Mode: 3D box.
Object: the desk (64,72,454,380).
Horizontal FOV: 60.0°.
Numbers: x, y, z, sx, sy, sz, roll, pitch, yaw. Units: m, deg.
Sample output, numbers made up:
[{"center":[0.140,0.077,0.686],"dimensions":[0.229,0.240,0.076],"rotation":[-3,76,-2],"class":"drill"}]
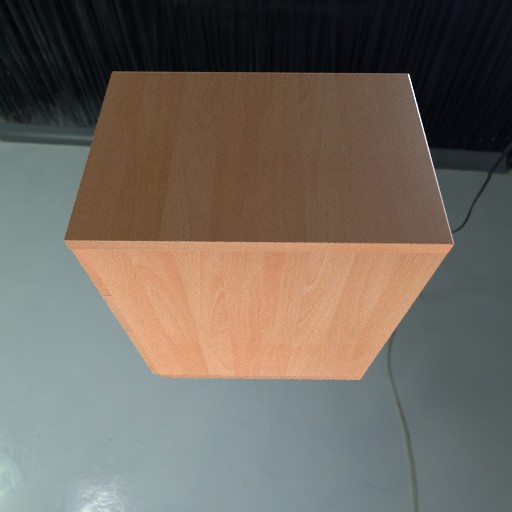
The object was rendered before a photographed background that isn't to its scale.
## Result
[{"center":[0.000,0.000,1.083],"dimensions":[0.600,0.730,0.404],"rotation":[1,58,0],"class":"desk"}]
